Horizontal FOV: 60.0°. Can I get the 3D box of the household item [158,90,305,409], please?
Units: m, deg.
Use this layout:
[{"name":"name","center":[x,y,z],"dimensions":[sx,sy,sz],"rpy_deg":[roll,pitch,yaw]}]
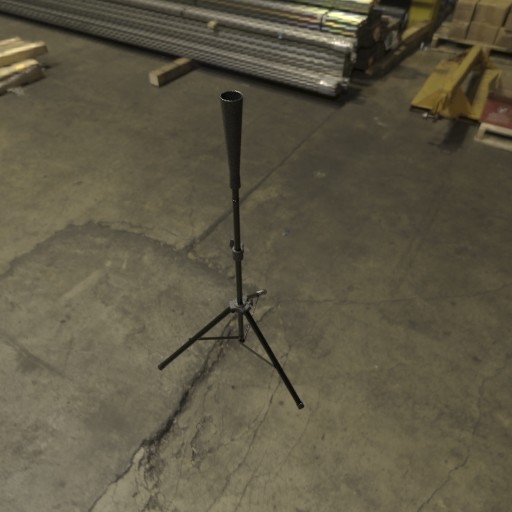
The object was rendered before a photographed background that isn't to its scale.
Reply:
[{"name":"household item","center":[0.000,0.000,1.402],"dimensions":[0.559,1.067,0.559],"rpy_deg":[24,50,22]}]
